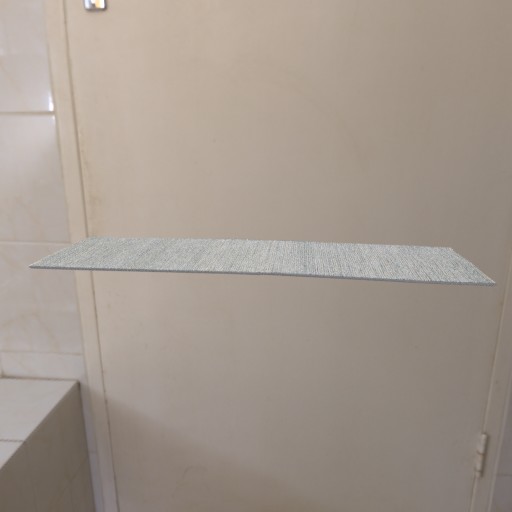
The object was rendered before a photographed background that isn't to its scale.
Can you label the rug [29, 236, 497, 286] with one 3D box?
[{"bbox_3d":[0.000,0.000,2.521,2.341,0.037,0.675,2,16,7],"label":"rug"}]
